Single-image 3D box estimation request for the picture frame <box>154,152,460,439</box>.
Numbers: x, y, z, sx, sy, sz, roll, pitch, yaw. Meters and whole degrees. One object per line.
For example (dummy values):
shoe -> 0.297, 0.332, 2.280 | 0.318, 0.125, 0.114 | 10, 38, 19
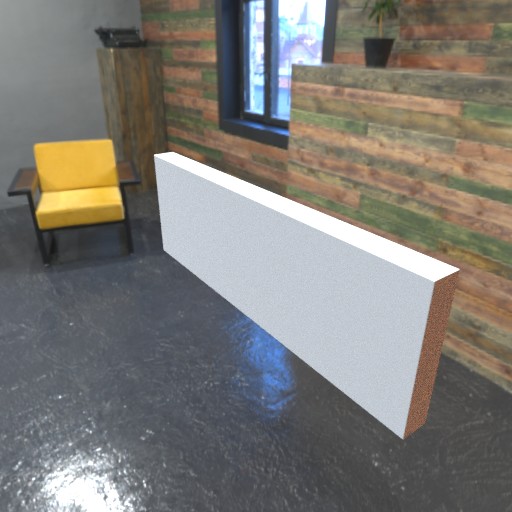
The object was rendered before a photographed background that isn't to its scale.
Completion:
picture frame -> 0.000, 0.000, 0.845 | 0.050, 0.250, 0.759 | -18, 31, -32
